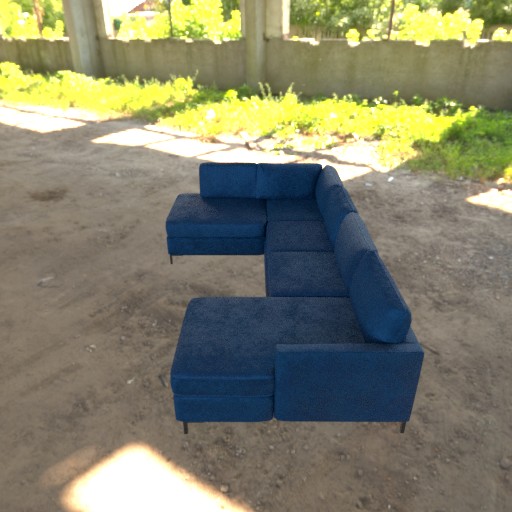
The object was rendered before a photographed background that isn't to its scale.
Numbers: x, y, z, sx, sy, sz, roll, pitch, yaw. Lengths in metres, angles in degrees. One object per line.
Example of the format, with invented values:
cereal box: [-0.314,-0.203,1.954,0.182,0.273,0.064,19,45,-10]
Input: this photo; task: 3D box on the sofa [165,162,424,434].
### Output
sofa: [0.000,0.000,4.282,2.055,0.992,3.434,0,27,0]
